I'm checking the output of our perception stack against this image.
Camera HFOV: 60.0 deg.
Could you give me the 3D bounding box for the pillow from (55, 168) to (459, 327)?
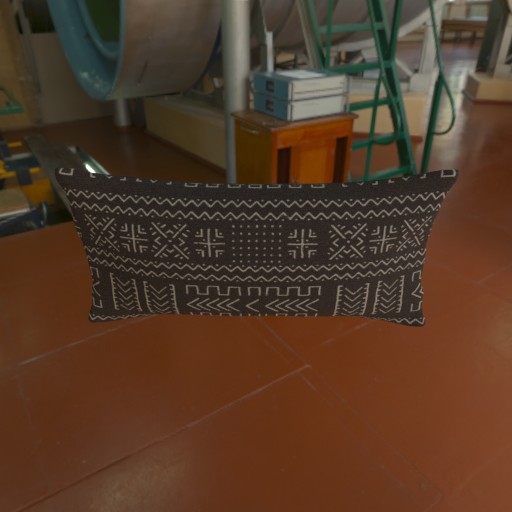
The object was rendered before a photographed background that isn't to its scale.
[{"bbox_3d":[0.000,0.000,0.791,0.667,0.322,0.135,1,31,1],"label":"pillow"}]
